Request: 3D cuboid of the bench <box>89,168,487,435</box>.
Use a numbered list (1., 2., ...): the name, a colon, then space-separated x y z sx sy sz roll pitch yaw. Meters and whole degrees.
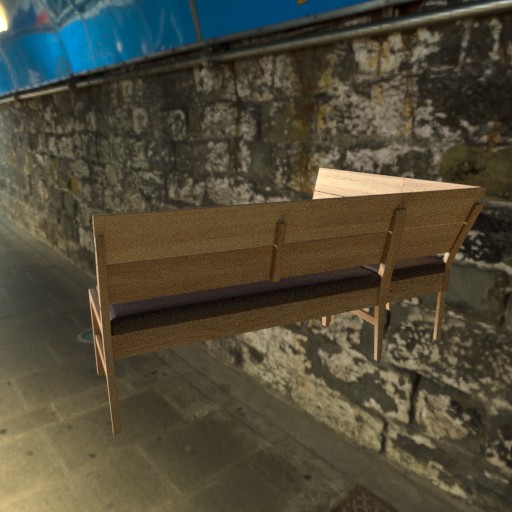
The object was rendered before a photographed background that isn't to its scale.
1. bench: 0.000 0.000 2.683 1.975 0.890 1.549 -8 17 -26
